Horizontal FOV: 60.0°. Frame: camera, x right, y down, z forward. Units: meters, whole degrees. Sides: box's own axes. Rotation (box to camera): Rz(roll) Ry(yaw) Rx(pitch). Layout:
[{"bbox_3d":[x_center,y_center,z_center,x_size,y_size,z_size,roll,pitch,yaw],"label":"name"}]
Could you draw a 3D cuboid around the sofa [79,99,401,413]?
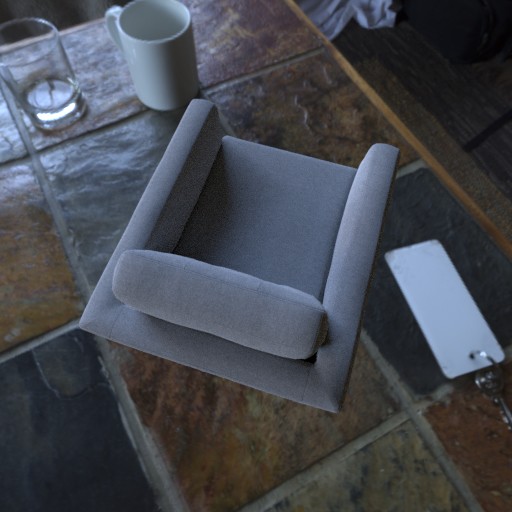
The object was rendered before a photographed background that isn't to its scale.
[{"bbox_3d":[0.000,0.000,1.545,0.770,0.860,0.920,16,65,8],"label":"sofa"}]
